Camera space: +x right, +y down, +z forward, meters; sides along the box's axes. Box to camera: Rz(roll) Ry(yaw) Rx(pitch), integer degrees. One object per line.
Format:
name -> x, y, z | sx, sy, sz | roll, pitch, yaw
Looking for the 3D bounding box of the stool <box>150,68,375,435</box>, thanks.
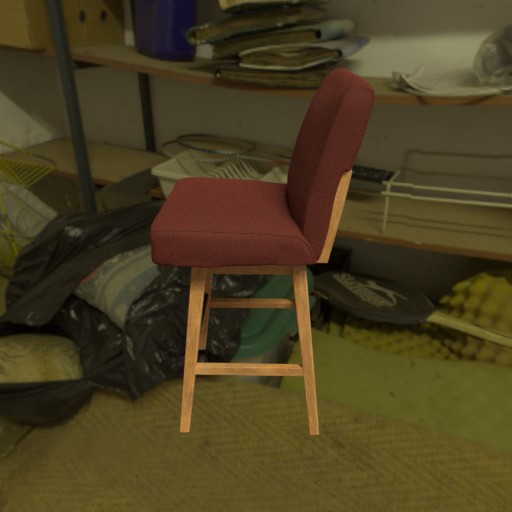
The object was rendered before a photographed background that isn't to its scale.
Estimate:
stool -> 0.000, 0.000, 1.421 | 0.562, 1.093, 0.468 | 1, 27, 1
